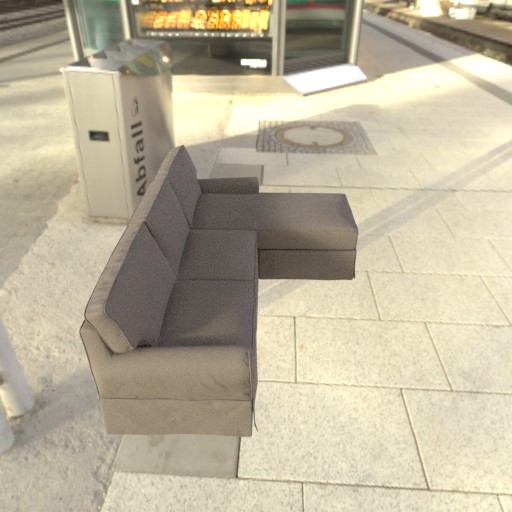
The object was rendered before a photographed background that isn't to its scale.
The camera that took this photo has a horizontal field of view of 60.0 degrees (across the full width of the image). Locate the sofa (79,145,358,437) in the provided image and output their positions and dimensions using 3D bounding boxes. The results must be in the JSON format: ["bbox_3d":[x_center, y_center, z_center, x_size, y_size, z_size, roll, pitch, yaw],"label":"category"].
[{"bbox_3d":[0.000,0.000,3.346,1.733,0.978,2.475,1,33,1],"label":"sofa"}]
